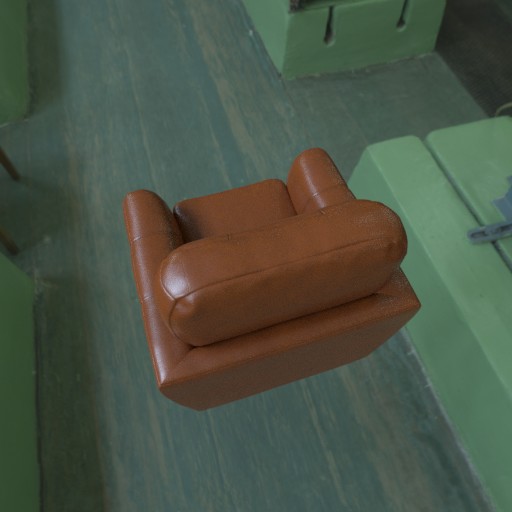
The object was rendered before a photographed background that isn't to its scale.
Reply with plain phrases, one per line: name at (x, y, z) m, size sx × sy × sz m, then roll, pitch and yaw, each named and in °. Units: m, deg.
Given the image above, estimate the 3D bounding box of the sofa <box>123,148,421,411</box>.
sofa at (0.000, 0.000, 1.567) m, size 0.836 × 0.876 × 0.789 m, roll -15°, pitch 60°, yaw -9°
